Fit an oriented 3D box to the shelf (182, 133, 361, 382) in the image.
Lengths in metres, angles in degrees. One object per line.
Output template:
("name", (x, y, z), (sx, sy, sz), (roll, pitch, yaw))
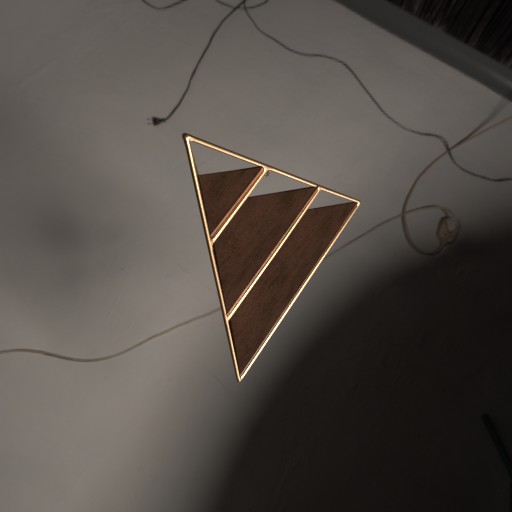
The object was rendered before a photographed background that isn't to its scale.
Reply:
("shelf", (0.000, 0.000, 1.145), (0.294, 0.913, 0.564), (34, 77, 9))
